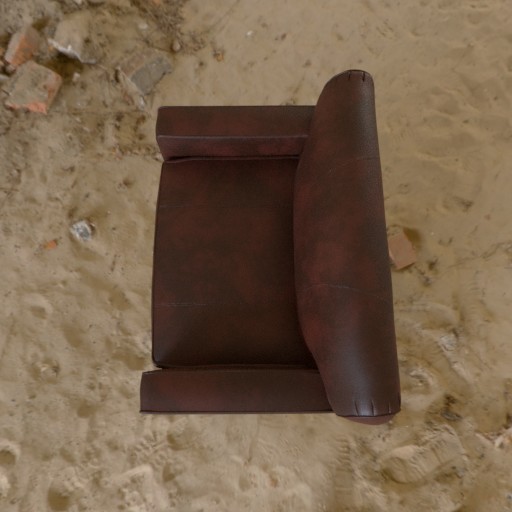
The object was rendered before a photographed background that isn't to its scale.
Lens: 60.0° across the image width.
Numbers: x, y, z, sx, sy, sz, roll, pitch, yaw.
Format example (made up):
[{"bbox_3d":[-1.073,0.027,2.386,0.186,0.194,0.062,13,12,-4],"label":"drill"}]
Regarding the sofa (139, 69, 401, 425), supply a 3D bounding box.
[{"bbox_3d":[0.000,0.000,2.059,1.000,0.956,1.413,0,75,0],"label":"sofa"}]
